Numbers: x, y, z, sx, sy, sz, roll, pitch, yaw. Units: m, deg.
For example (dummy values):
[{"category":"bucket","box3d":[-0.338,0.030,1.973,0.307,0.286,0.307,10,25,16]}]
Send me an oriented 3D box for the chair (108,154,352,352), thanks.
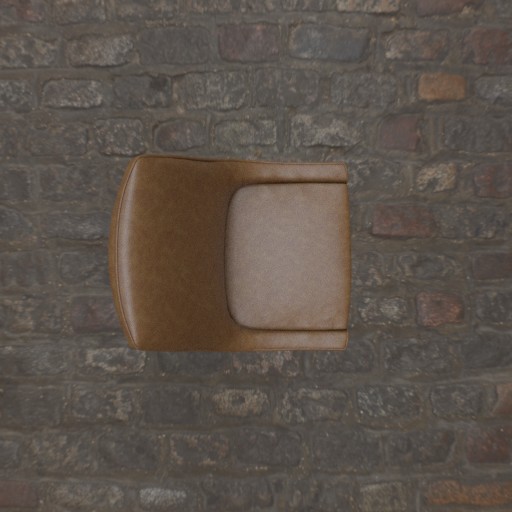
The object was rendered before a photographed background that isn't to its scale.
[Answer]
[{"category":"chair","box3d":[0.000,0.000,1.225,0.544,0.861,0.529,0,89,0]}]
